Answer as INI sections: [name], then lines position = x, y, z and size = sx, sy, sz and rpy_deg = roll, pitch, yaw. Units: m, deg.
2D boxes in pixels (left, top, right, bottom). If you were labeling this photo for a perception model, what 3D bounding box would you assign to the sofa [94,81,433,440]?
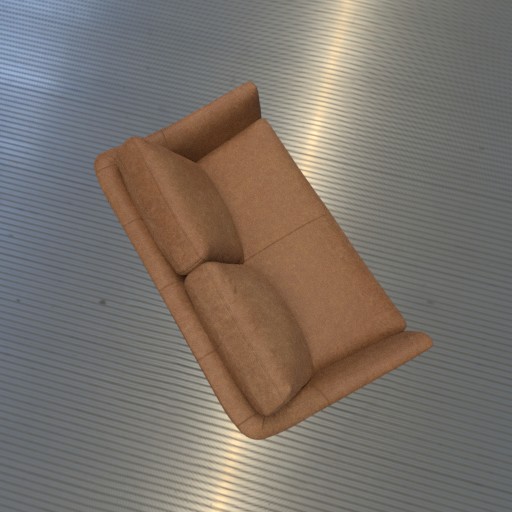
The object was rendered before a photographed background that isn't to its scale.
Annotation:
[sofa]
position = 0.000, 0.000, 2.247
size = 0.960, 0.902, 1.619
rpy_deg = -30, 77, -8
